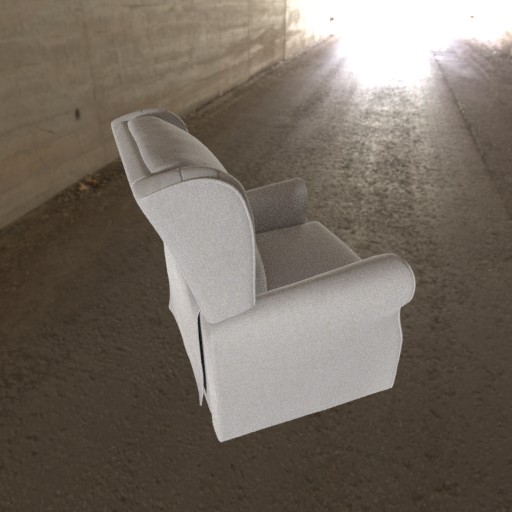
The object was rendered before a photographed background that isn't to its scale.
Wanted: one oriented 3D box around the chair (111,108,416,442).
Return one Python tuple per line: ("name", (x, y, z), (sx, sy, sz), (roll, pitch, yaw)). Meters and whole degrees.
("chair", (0.000, 0.000, 1.648), (0.854, 0.967, 0.906), (-10, 32, -17))
